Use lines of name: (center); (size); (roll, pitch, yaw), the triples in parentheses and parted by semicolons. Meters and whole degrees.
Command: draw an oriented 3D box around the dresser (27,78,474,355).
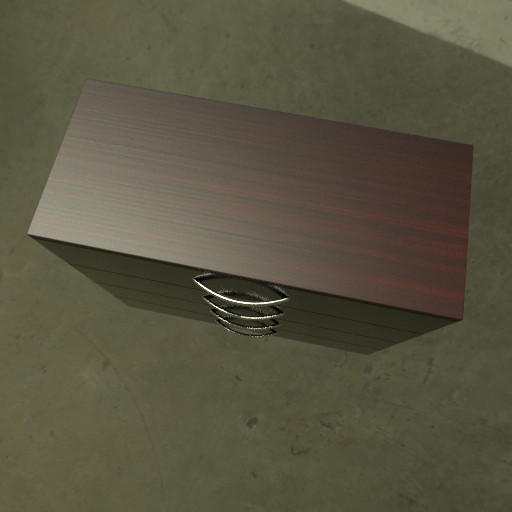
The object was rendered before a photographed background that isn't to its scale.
dresser: (0.000, 0.000, 1.132); (0.750, 0.720, 0.360); (11, 73, 3)
